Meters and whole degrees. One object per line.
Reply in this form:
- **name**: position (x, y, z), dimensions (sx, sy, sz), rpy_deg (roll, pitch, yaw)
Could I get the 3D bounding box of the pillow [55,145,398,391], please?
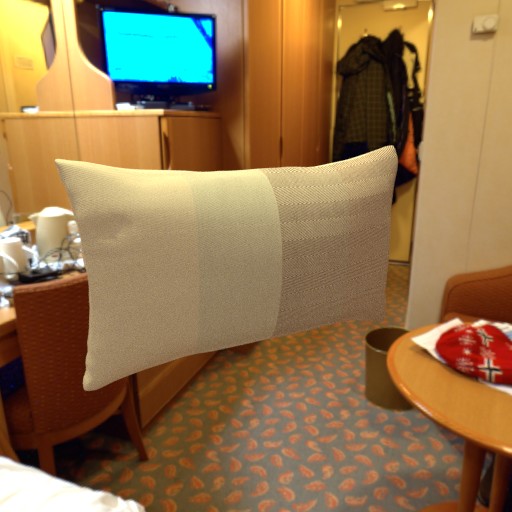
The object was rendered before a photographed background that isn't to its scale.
- **pillow**: position (0.000, 0.000, 0.647), dimensions (0.506, 0.305, 0.139), rpy_deg (-8, 18, -25)
